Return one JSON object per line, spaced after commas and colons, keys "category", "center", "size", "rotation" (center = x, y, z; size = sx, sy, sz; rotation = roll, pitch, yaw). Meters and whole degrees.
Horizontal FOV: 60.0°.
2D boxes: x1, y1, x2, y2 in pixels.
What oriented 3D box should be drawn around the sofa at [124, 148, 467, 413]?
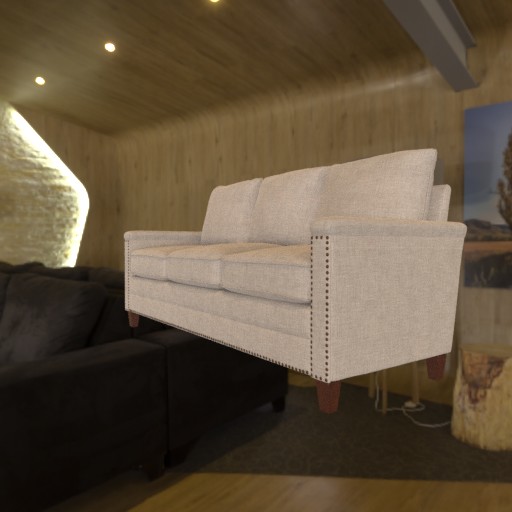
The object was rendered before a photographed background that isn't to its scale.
{"category": "sofa", "center": [0.000, 0.000, 2.370], "size": [0.828, 0.959, 1.925], "rotation": [-1, 2, -35]}
